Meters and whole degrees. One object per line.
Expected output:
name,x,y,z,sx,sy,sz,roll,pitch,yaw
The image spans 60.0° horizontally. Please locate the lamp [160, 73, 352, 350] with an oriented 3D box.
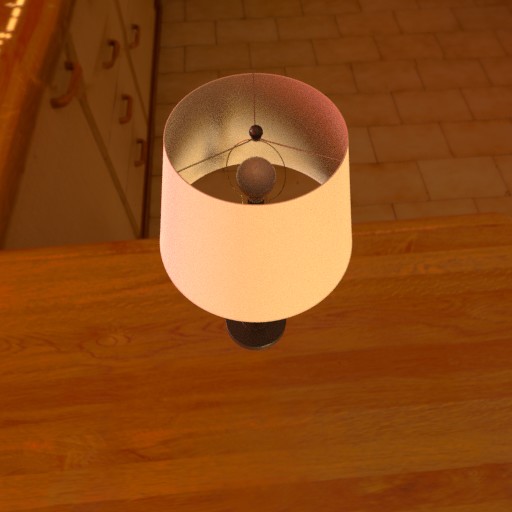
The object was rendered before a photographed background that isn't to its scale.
lamp,0.000,0.000,0.915,0.363,0.696,0.363,0,59,0
